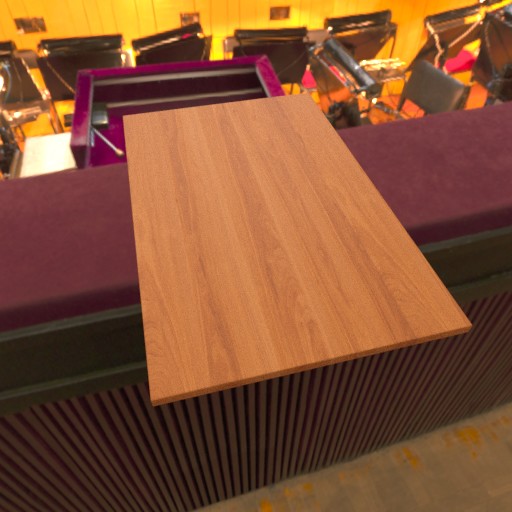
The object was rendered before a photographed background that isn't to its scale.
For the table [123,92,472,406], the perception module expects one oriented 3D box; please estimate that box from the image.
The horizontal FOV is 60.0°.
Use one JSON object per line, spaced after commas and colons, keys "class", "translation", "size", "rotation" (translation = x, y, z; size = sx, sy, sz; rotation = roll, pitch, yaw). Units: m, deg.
{"class": "table", "translation": [0.000, 0.000, 1.462], "size": [0.700, 0.510, 1.100], "rotation": [-11, 48, -10]}
